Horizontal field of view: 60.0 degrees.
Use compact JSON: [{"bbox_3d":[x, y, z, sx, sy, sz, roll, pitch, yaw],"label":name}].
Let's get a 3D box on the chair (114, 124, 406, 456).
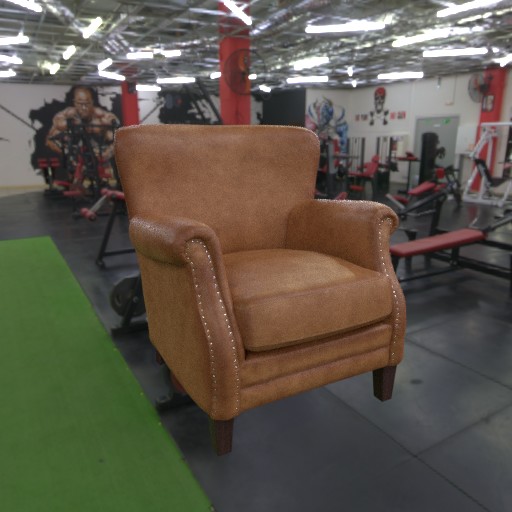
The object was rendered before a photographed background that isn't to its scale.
[{"bbox_3d":[0.000,0.000,1.630,0.861,0.936,0.921,-8,17,-27],"label":"chair"}]
